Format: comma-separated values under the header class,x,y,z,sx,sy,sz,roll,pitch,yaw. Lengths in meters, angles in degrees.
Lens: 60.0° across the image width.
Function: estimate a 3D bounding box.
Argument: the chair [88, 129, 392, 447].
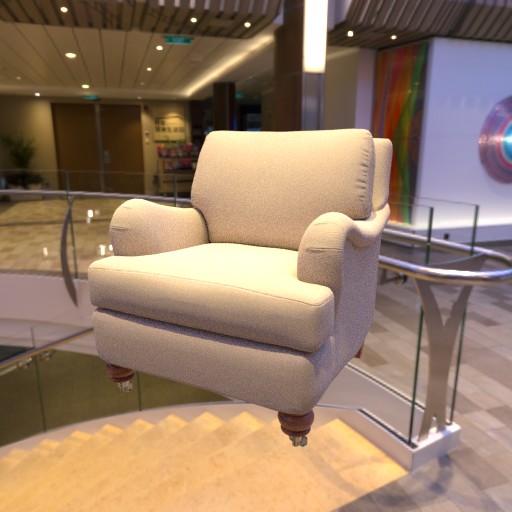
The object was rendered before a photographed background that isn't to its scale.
class,x,y,z,sx,sy,sz,roll,pitch,yaw
chair,0.000,0.000,1.872,0.955,1.038,1.070,7,16,26
